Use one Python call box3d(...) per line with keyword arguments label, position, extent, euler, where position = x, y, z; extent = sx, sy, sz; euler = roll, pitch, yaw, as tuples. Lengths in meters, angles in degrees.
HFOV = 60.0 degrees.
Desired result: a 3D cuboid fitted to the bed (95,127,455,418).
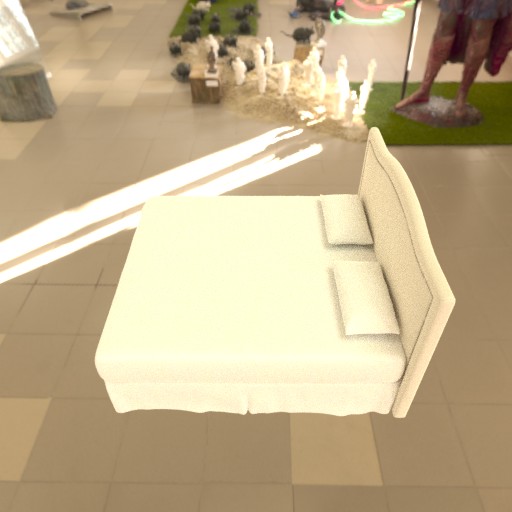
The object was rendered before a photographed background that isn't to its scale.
box3d(label="bed", position=(0.000, 0.000, 3.548), extent=(2.182, 1.421, 2.083), euler=(0, 42, 0))
